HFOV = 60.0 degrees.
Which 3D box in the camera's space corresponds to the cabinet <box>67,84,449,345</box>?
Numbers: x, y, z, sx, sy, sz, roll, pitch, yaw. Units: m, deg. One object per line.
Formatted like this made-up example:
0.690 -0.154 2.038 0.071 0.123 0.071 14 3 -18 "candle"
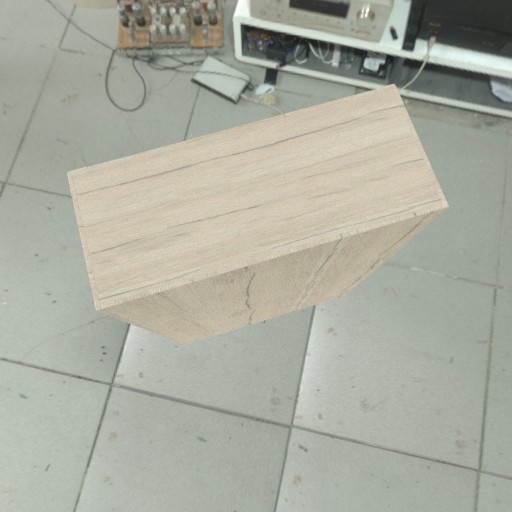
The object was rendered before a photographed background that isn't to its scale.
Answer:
0.000 0.000 2.747 1.400 2.070 0.580 -16 76 -4 "cabinet"
